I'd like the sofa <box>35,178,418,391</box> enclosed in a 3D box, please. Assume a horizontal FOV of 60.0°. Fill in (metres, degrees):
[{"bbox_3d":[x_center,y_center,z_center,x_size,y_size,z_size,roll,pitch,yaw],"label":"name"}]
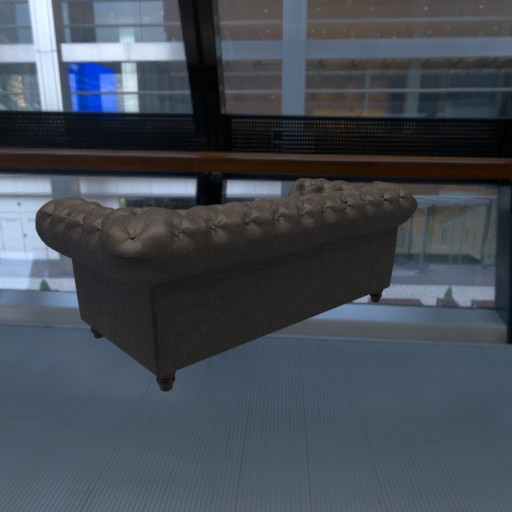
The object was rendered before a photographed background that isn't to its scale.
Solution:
[{"bbox_3d":[0.000,0.000,2.516,2.048,0.779,0.944,-13,20,-40],"label":"sofa"}]
